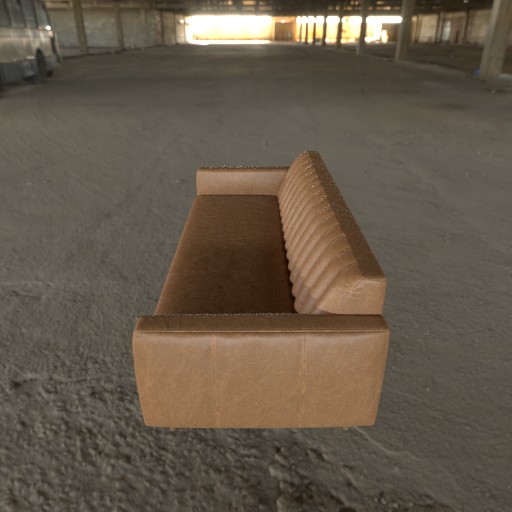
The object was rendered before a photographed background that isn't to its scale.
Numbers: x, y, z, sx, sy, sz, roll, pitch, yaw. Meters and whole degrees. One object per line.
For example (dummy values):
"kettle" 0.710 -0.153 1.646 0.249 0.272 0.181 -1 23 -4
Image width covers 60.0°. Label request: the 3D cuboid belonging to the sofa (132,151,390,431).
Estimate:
"sofa" 0.000 0.000 2.716 0.990 0.821 2.291 0 27 0
